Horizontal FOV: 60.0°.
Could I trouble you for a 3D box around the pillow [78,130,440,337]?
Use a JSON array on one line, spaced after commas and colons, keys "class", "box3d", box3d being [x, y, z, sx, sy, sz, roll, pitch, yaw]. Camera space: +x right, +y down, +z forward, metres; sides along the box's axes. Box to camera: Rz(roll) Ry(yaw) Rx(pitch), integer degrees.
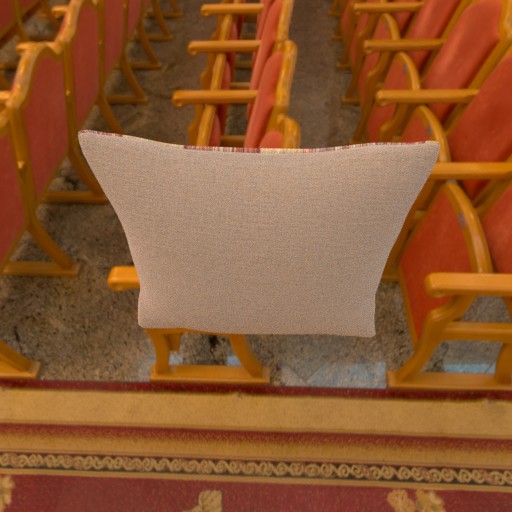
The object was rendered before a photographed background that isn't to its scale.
[{"class": "pillow", "box3d": [0.000, 0.000, 0.673, 0.437, 0.419, 0.136, 2, 48, 2]}]
